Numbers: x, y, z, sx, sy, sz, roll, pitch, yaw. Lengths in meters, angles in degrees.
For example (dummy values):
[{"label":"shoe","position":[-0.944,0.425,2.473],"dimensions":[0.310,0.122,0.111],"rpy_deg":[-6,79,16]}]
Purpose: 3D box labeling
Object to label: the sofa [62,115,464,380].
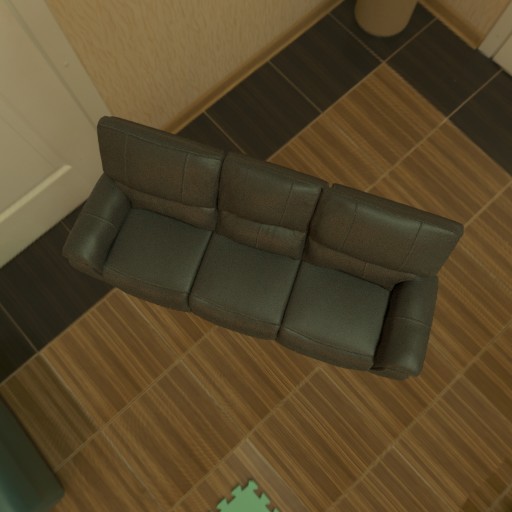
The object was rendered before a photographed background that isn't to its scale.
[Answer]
[{"label":"sofa","position":[0.000,0.000,3.261],"dimensions":[2.627,1.134,1.104],"rpy_deg":[18,78,4]}]
